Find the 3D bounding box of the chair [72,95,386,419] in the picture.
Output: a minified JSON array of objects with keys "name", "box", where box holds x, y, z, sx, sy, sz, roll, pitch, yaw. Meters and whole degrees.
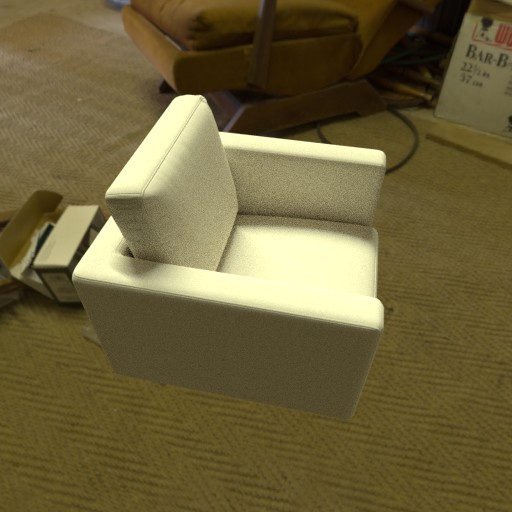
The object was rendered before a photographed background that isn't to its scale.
[{"name":"chair","box":[0.000,0.000,1.575,0.879,0.899,0.831,9,46,8]}]
